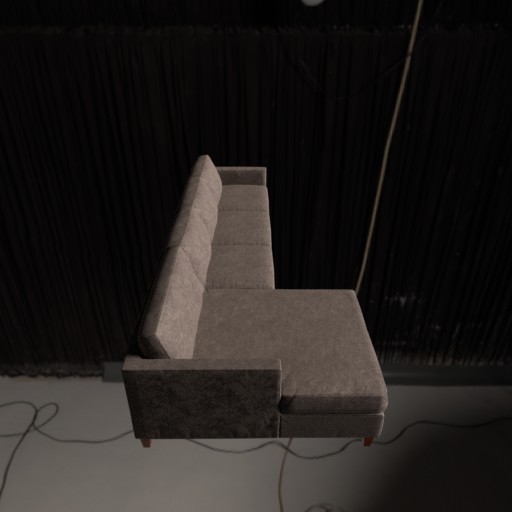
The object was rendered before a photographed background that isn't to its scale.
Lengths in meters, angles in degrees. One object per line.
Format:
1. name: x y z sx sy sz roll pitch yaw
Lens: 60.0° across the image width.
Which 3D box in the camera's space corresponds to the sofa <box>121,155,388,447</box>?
1. sofa: 0.000 0.000 4.147 1.606 0.954 3.471 0 31 0
